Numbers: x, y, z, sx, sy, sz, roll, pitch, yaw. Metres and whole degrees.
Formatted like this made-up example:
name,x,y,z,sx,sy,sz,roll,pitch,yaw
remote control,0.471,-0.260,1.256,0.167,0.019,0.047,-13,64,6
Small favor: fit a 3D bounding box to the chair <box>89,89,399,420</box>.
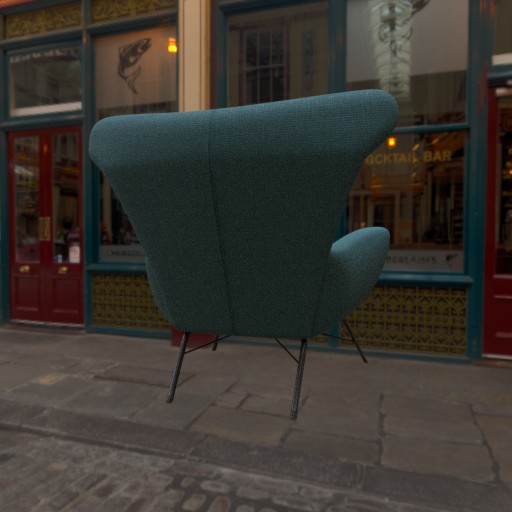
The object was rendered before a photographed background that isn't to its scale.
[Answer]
name,x,y,z,sx,sy,sz,roll,pitch,yaw
chair,0.000,0.000,1.713,1.050,0.980,0.900,0,1,18
